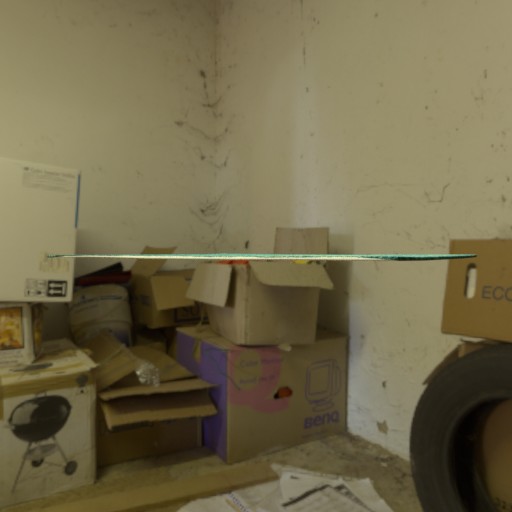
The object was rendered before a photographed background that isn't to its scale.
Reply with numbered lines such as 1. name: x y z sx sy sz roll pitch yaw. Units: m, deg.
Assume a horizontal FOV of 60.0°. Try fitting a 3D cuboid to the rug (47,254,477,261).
1. rug: 0.000 0.000 2.113 1.728 0.017 1.136 0 1 36
